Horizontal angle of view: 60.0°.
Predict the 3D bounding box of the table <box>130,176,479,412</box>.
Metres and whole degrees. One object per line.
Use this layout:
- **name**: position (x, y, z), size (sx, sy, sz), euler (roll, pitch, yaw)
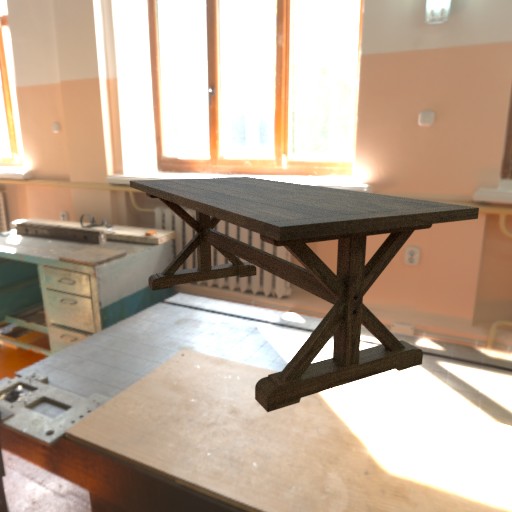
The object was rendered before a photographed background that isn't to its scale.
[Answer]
- **table**: position (0.000, 0.000, 2.490), size (0.907, 0.733, 2.031), euler (-7, 16, -27)
